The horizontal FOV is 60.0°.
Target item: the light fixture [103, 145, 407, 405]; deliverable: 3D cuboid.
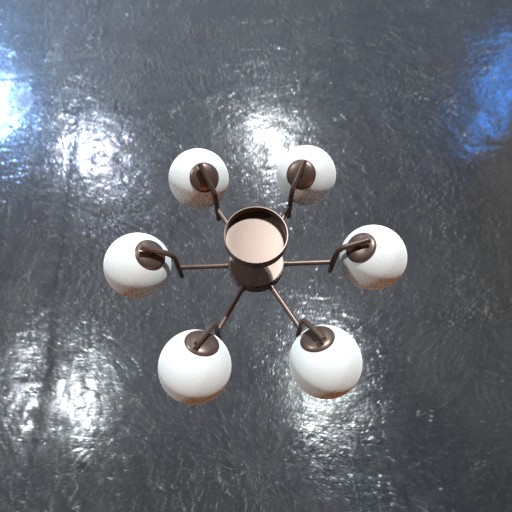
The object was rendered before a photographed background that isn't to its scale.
[{"bbox_3d":[0.000,0.000,0.952,0.662,0.201,0.662,0,65,0],"label":"light fixture"}]
